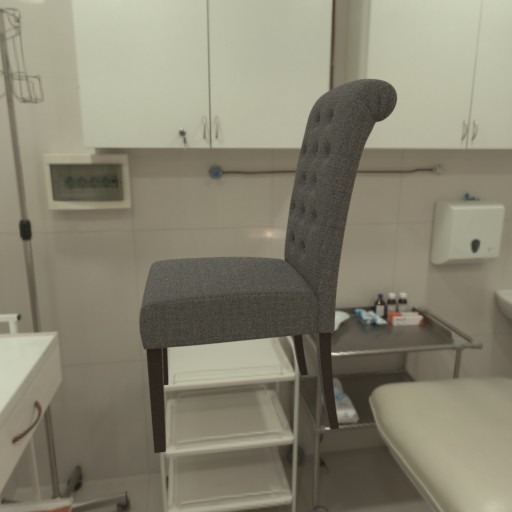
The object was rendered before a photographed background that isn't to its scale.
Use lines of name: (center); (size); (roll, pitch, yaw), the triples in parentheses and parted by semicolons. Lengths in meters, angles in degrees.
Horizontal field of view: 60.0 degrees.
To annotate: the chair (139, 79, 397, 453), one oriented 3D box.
chair: (0.000, 0.000, 1.359); (0.671, 1.006, 0.456); (-2, 14, -10)
